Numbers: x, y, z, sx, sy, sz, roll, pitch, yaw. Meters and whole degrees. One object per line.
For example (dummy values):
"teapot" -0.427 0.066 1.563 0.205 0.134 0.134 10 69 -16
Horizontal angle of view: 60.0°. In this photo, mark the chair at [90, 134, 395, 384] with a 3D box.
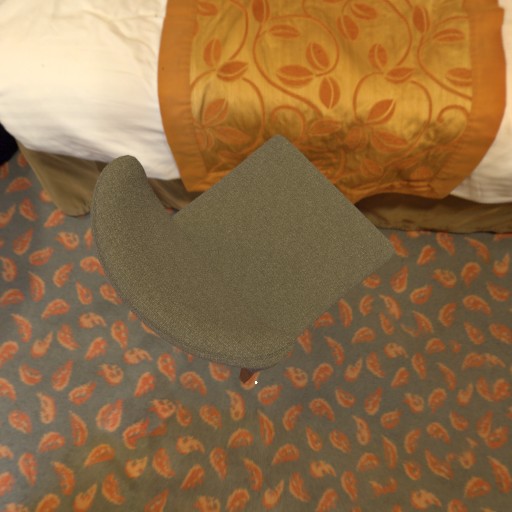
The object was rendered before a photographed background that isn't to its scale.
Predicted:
"chair" 0.000 0.000 1.176 0.589 0.839 0.491 -40 78 -10
